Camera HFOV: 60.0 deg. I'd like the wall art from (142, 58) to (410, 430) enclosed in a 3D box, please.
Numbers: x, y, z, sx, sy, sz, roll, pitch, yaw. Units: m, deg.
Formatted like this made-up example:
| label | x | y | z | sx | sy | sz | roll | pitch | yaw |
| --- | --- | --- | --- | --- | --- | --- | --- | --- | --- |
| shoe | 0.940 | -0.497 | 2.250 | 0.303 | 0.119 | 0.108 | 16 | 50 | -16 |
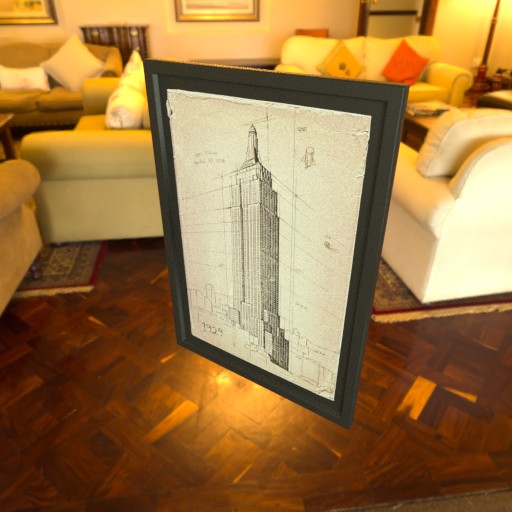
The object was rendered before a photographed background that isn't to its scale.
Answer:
| label | x | y | z | sx | sy | sz | roll | pitch | yaw |
| --- | --- | --- | --- | --- | --- | --- | --- | --- | --- |
| wall art | 0.000 | 0.000 | 0.551 | 0.303 | 0.431 | 0.013 | 19 | 36 | 28 |
